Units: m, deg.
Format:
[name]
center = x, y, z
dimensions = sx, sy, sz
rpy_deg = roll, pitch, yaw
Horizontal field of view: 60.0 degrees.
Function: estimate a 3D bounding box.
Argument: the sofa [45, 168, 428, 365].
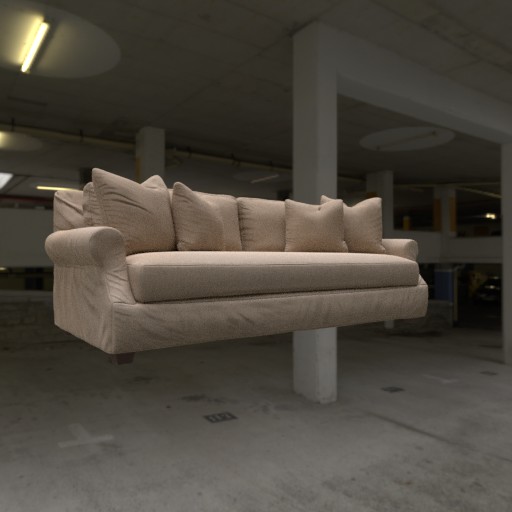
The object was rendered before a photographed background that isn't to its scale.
[sofa]
center = 0.000, 0.000, 2.795
dimensions = 2.285, 0.904, 1.067
rpy_deg = 0, 0, -36
